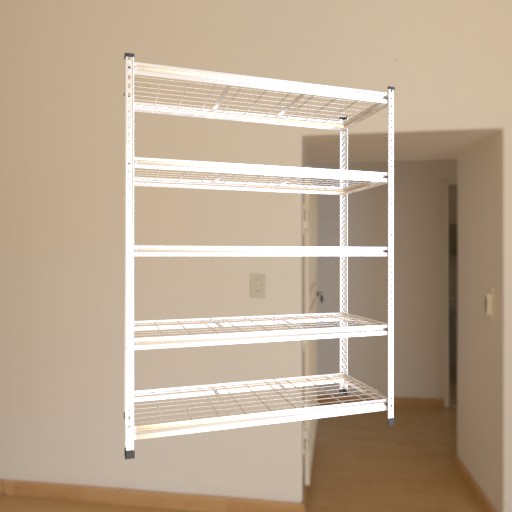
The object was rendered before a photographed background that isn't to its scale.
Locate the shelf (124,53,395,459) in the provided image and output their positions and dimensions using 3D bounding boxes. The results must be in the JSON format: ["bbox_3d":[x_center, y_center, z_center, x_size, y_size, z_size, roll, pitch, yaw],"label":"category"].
[{"bbox_3d":[0.000,0.000,2.670,1.524,1.981,0.610,0,0,-17],"label":"shelf"}]
